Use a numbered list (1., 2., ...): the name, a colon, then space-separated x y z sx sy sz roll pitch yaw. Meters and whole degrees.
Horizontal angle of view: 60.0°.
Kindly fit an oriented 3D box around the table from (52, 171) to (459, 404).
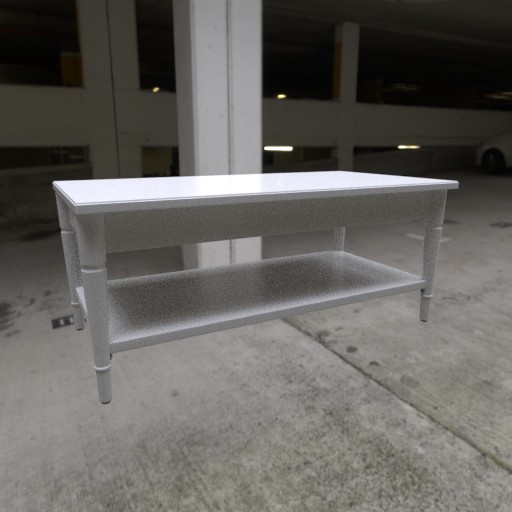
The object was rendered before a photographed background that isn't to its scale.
1. table: 0.000 0.000 1.368 1.067 0.457 0.559 -7 16 -27
